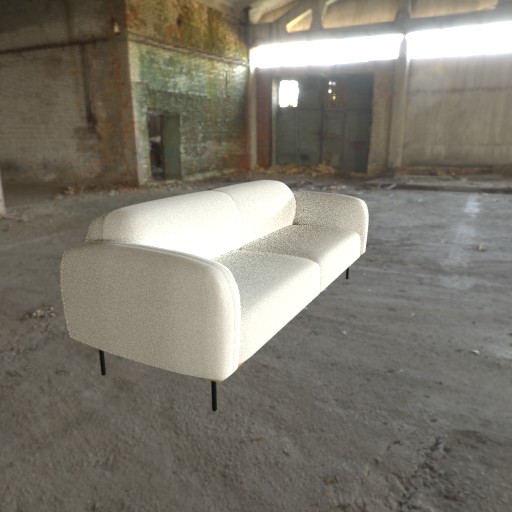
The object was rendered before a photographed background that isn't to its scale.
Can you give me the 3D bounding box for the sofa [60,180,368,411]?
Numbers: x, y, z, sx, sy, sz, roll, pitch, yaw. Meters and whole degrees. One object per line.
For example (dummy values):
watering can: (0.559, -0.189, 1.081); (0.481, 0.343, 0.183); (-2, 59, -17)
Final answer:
sofa: (0.000, 0.000, 2.731); (0.870, 0.780, 2.280); (8, 17, 26)
